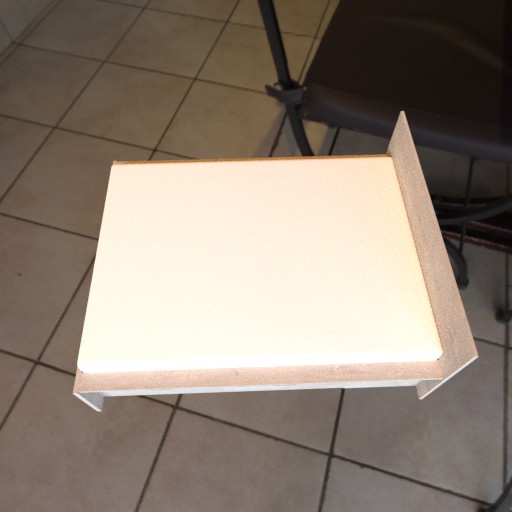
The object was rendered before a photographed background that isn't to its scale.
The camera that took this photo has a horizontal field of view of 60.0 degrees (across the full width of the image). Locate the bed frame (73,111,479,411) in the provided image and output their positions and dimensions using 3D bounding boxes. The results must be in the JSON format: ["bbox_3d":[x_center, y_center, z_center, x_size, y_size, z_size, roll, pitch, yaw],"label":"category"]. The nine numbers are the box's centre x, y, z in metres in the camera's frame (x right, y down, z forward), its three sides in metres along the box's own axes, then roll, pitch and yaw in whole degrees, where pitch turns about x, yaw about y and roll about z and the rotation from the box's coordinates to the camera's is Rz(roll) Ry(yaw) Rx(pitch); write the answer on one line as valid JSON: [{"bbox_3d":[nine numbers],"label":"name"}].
[{"bbox_3d":[0.000,0.000,2.751,1.960,0.800,1.622,-2,59,-1],"label":"bed frame"}]
